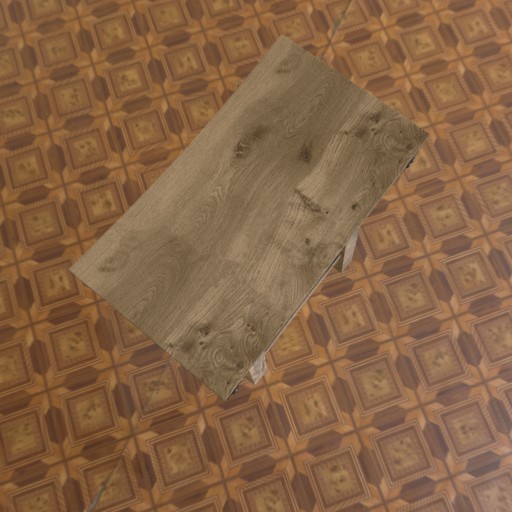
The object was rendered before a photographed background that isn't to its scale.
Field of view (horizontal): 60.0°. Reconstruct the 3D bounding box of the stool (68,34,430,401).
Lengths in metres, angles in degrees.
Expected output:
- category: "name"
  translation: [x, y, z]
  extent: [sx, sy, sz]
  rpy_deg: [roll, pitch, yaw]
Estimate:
- category: "stool"
  translation: [0.000, 0.000, 0.885]
  extent: [0.330, 0.635, 0.450]
  rpy_deg: [38, 80, 8]
